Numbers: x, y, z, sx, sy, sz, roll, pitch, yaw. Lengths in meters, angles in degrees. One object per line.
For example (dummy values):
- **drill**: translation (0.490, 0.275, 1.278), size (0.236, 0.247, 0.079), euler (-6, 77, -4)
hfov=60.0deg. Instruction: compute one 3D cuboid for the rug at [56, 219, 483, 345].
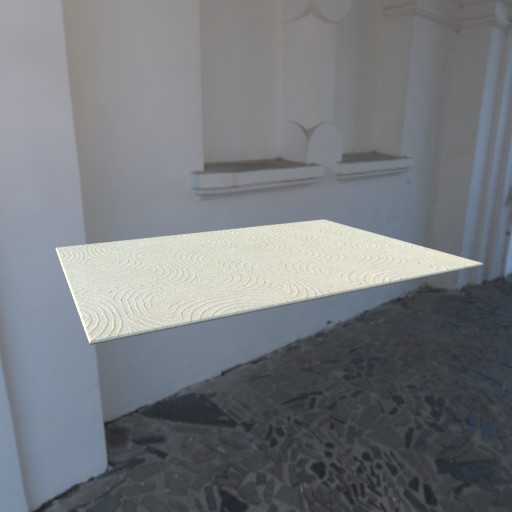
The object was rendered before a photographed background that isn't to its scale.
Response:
- **rug**: translation (0.000, 0.000, 2.700), size (2.132, 0.015, 1.526), euler (-8, 17, -27)
